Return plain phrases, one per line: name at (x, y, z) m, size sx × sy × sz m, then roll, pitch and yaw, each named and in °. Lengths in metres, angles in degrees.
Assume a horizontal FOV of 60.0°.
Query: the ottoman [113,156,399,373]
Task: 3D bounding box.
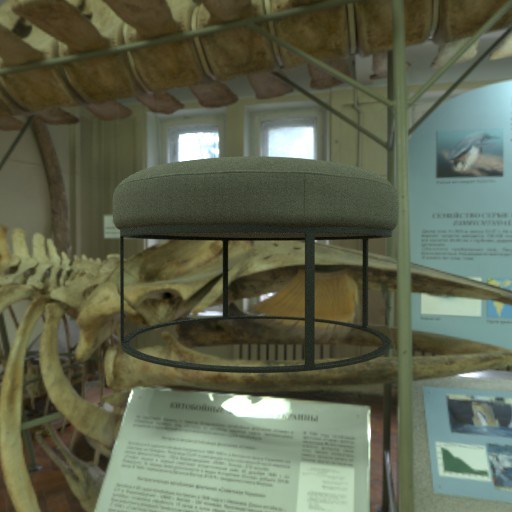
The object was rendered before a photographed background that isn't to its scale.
ottoman at (0.000, 0.000, 1.248) m, size 0.772 × 0.460 × 0.772 m, roll 0°, pitch 1°, yaw 0°
